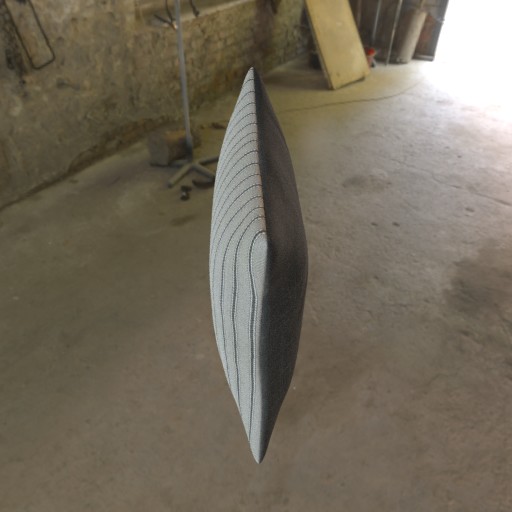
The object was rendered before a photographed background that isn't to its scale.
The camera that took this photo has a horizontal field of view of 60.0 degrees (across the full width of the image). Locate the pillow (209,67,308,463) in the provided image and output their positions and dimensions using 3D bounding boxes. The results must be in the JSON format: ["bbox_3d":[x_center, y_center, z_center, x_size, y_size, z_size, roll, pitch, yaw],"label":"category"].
[{"bbox_3d":[0.000,0.000,0.708,0.138,0.444,0.468,-1,42,-1],"label":"pillow"}]
